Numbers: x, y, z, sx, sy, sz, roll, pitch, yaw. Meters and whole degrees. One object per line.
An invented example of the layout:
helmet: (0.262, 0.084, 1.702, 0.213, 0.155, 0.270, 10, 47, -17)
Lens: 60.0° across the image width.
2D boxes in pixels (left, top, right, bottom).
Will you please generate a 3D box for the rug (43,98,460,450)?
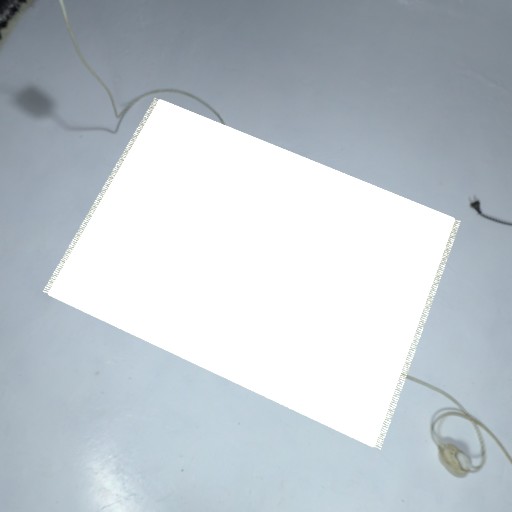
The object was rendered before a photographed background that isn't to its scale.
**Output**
rug: (0.000, 0.000, 2.817, 2.233, 0.011, 1.514, 23, 77, 6)
